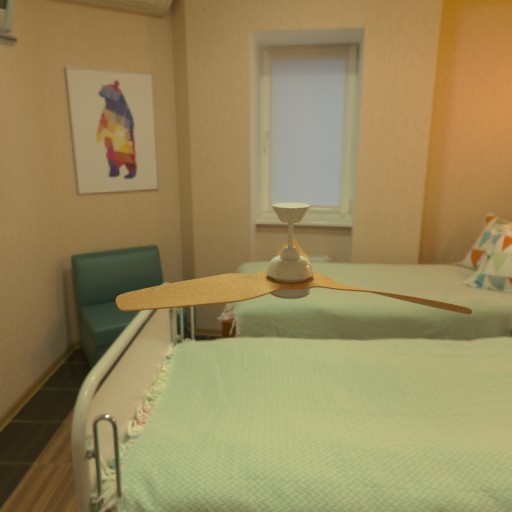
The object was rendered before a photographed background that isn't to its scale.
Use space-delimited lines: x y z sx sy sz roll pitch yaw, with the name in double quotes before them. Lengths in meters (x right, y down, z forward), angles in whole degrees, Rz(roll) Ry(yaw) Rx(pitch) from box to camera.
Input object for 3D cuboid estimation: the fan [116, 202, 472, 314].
"fan" 0.000 0.000 1.633 1.010 0.355 1.142 -7 16 -27
